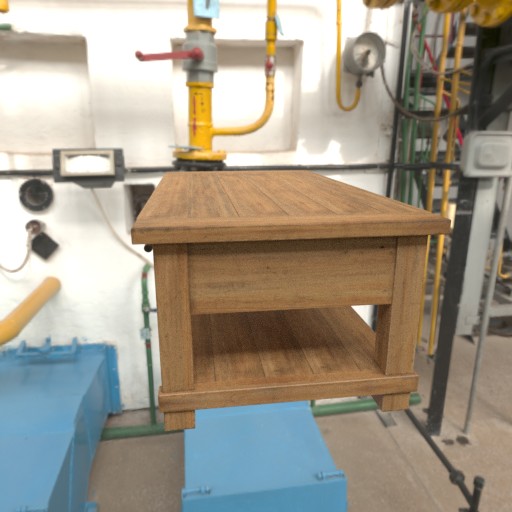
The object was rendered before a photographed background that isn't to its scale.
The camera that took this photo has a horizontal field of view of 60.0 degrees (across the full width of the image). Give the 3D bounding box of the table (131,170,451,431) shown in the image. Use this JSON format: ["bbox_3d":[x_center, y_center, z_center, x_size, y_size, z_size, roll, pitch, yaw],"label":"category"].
[{"bbox_3d":[0.000,0.000,1.587,0.693,0.494,1.270,-2,16,-8],"label":"table"}]
